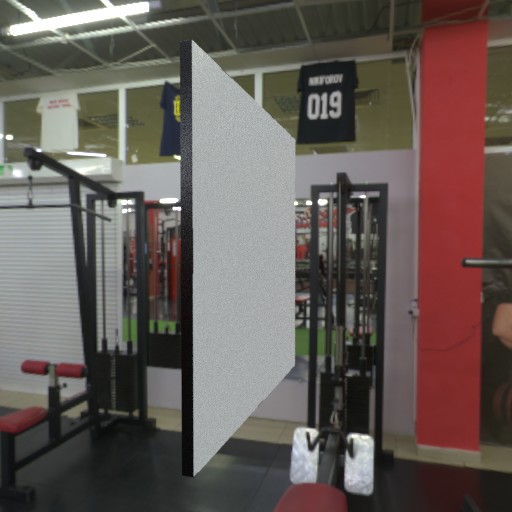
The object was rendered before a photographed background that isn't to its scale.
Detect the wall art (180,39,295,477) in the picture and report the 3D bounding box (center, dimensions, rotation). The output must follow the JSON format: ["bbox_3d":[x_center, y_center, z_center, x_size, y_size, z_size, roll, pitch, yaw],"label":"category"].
[{"bbox_3d":[0.000,0.000,0.663,0.014,0.445,0.446,0,1,18],"label":"wall art"}]
